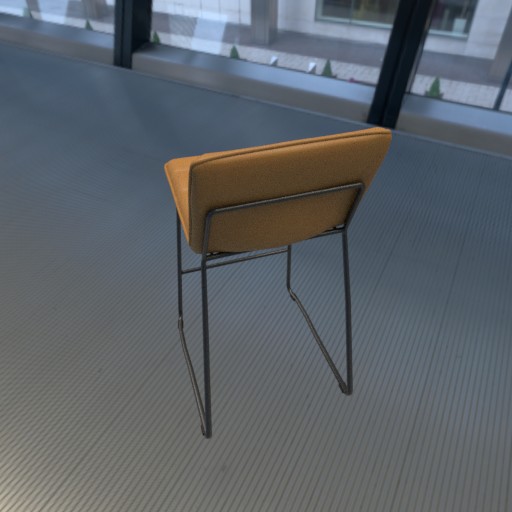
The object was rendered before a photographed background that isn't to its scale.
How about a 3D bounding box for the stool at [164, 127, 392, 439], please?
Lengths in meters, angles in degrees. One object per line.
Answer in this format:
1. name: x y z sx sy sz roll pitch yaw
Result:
1. stool: 0.000 0.000 1.256 0.489 0.936 0.524 -12 43 -13
